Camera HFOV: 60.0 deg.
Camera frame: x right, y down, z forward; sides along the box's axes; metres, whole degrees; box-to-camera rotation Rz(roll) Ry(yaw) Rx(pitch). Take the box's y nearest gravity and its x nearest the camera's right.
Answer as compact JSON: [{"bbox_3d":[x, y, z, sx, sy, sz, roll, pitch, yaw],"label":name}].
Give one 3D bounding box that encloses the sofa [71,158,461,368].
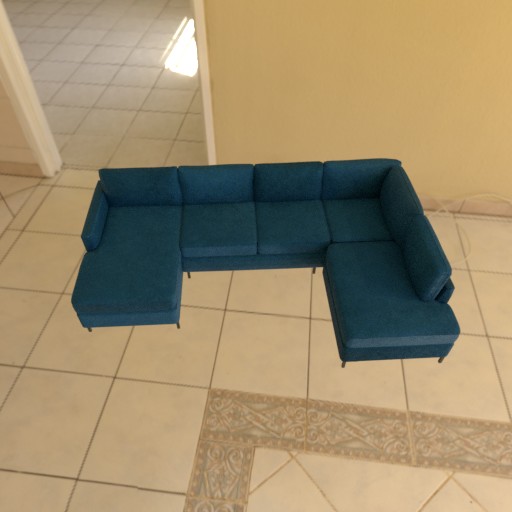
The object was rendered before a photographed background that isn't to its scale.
[{"bbox_3d":[0.000,0.000,4.418,3.434,0.992,2.055,-2,47,-2],"label":"sofa"}]
